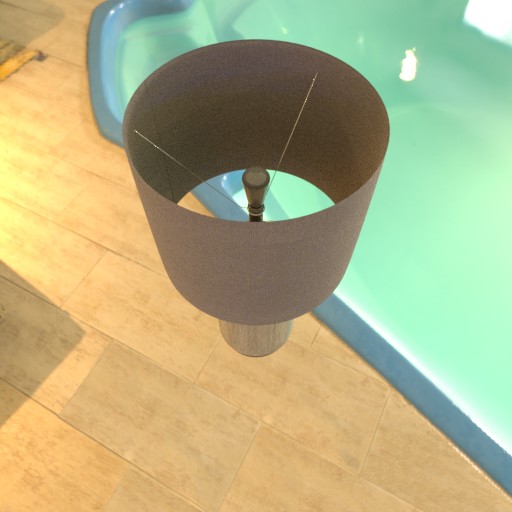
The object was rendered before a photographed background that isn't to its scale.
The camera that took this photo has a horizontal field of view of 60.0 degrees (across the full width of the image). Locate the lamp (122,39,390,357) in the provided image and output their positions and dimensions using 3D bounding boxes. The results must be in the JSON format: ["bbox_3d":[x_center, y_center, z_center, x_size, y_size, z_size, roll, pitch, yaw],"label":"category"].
[{"bbox_3d":[0.000,0.000,0.565,0.228,0.444,0.228,30,62,17],"label":"lamp"}]
